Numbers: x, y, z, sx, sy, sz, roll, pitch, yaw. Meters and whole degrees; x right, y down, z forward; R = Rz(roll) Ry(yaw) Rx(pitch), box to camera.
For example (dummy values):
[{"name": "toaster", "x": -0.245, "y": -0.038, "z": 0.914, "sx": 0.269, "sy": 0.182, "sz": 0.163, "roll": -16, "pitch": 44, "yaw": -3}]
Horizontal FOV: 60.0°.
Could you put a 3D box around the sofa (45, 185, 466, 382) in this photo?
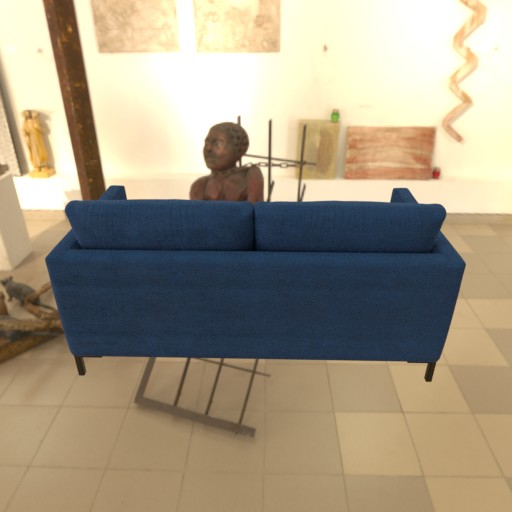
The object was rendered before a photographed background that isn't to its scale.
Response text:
[{"name": "sofa", "x": 0.000, "y": 0.000, "z": 2.196, "sx": 1.676, "sy": 0.817, "sz": 0.875, "roll": 1, "pitch": 29, "yaw": 1}]
